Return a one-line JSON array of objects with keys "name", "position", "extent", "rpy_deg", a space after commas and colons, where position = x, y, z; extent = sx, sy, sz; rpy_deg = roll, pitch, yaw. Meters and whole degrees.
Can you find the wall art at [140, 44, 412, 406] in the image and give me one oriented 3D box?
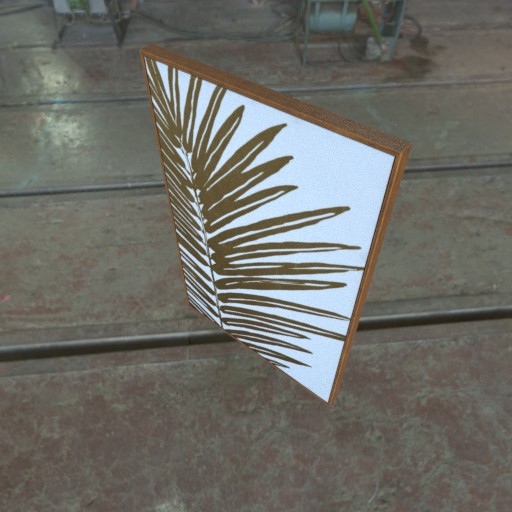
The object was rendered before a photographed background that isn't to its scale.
[{"name": "wall art", "position": [0.000, 0.000, 1.160], "extent": [0.610, 0.914, 0.037], "rpy_deg": [31, 54, 25]}]
